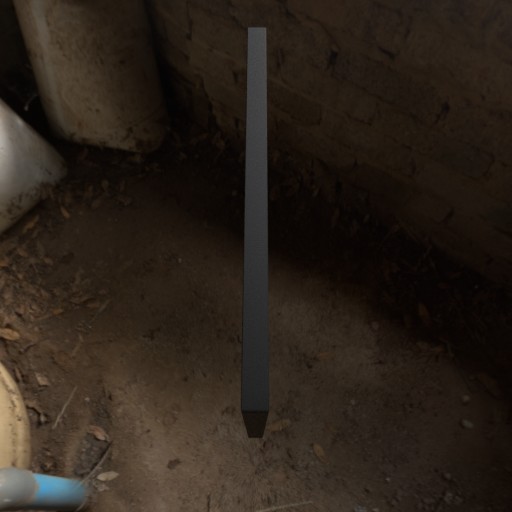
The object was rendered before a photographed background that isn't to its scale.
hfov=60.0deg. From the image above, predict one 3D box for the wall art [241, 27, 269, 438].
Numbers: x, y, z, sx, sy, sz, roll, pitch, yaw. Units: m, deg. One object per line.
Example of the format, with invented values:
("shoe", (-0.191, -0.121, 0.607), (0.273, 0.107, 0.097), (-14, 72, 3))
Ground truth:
("wall art", (0.000, 0.000, 0.766), (0.029, 0.458, 0.559), (0, 65, 0))
